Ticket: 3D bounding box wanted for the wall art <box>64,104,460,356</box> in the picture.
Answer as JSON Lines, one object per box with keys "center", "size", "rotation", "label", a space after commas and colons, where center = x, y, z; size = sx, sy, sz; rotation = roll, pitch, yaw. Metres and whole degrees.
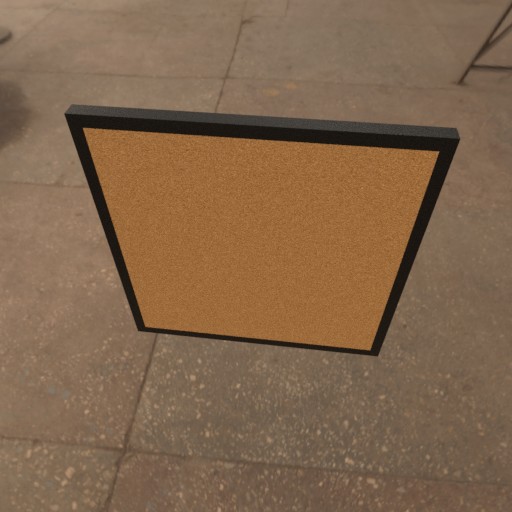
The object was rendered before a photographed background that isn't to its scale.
{"center": [0.000, 0.000, 1.135], "size": [0.762, 0.762, 0.038], "rotation": [5, 47, 5], "label": "wall art"}
